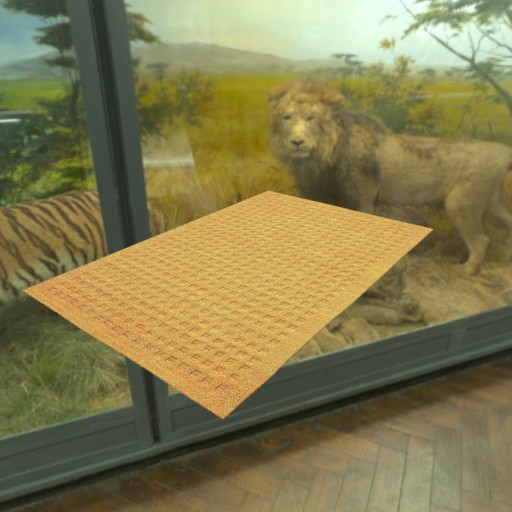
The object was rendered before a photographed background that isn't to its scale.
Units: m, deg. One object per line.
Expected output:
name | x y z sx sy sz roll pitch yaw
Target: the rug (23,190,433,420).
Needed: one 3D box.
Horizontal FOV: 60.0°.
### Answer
rug | 0.000 0.000 2.170 1.143 0.006 1.747 19 32 34
